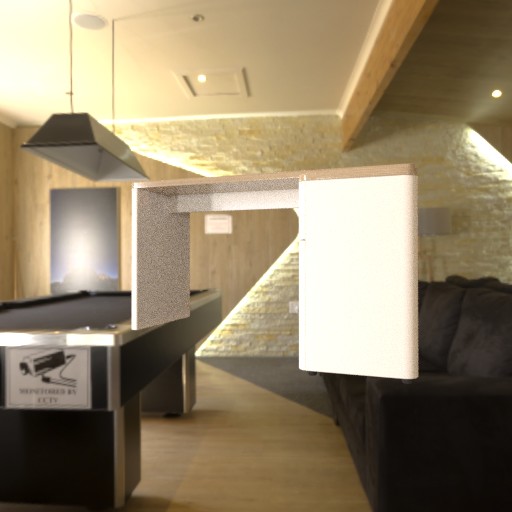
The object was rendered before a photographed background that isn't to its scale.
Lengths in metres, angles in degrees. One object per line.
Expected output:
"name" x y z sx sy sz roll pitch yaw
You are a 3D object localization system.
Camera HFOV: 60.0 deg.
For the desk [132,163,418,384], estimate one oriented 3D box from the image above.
"desk" 0.000 0.000 2.063 1.400 0.770 1.175 0 0 19
